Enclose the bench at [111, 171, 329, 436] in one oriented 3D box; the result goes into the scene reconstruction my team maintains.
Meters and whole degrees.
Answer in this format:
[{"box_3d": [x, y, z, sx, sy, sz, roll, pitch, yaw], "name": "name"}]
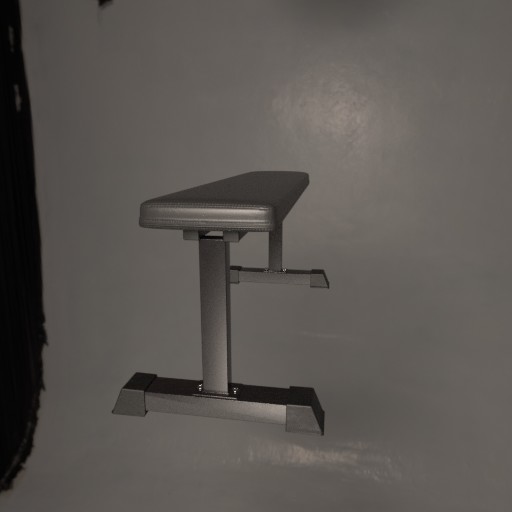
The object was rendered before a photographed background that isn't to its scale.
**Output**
[{"box_3d": [0.000, 0.000, 1.322, 0.439, 0.453, 1.072, 2, 14, 9], "name": "bench"}]
